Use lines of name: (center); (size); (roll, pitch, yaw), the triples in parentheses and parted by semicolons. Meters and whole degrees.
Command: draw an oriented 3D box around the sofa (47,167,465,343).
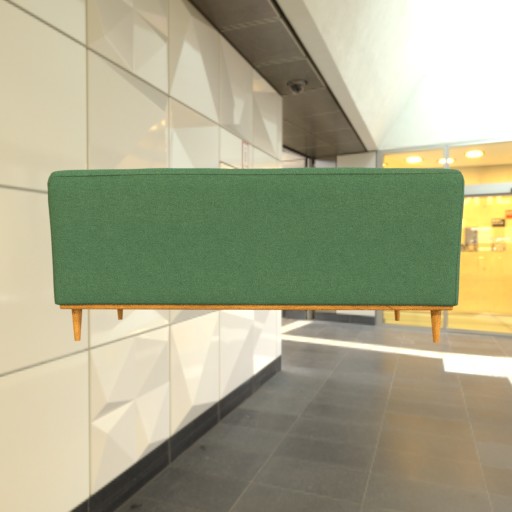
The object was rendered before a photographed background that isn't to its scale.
sofa: (0.000, 0.000, 2.587); (2.057, 0.871, 0.978); (0, 1, 1)
